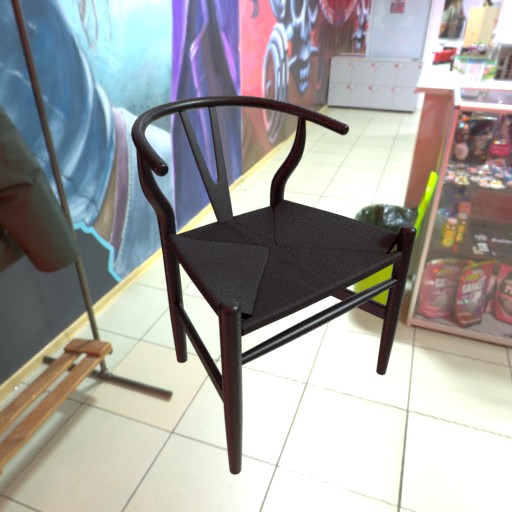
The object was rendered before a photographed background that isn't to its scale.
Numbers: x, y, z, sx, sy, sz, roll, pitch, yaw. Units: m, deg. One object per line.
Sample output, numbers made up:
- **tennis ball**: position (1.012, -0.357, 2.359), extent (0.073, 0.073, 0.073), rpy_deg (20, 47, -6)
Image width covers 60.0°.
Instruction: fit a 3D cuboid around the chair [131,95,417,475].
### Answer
- **chair**: position (0.000, 0.000, 1.184), extent (0.569, 0.730, 0.579), rpy_deg (-21, 36, -32)
